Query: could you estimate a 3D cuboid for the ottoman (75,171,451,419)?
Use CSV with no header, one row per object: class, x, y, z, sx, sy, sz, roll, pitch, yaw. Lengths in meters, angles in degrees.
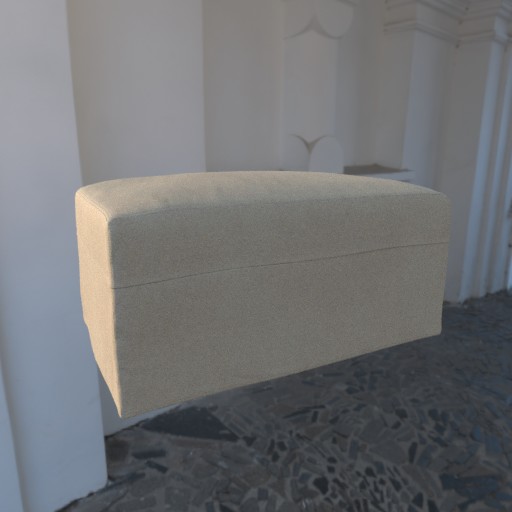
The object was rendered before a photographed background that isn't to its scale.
ottoman,0.000,0.000,1.206,0.872,0.444,0.590,-7,15,-27
